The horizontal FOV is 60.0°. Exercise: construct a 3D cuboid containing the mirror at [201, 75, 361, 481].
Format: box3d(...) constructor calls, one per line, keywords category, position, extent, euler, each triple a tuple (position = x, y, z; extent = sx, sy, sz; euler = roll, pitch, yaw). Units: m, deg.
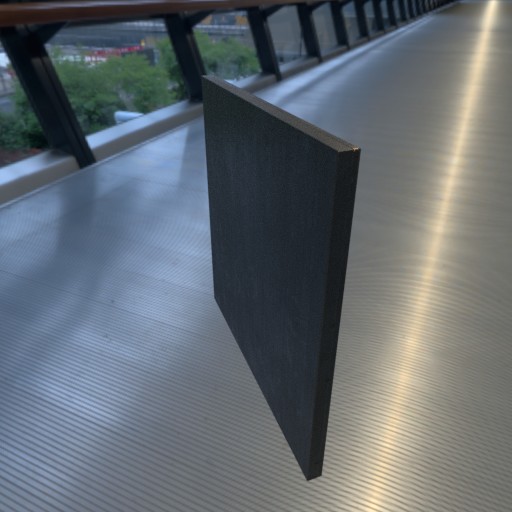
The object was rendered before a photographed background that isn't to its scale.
box3d(category="mirror", position=(0.000, 0.000, 0.564), extent=(0.020, 0.381, 0.382), euler=(-11, 32, -18))
